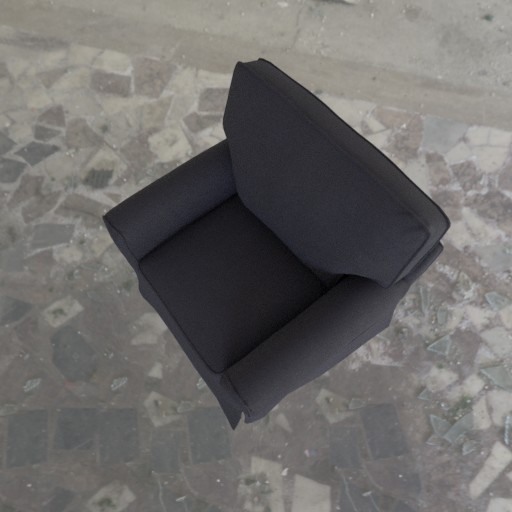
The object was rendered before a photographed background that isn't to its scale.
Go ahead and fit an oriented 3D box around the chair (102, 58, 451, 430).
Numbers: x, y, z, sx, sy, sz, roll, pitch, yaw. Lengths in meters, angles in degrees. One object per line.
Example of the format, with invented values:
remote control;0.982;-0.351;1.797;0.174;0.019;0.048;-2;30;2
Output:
chair;0.000;0.000;1.964;1.002;1.140;1.119;-35;68;-16
